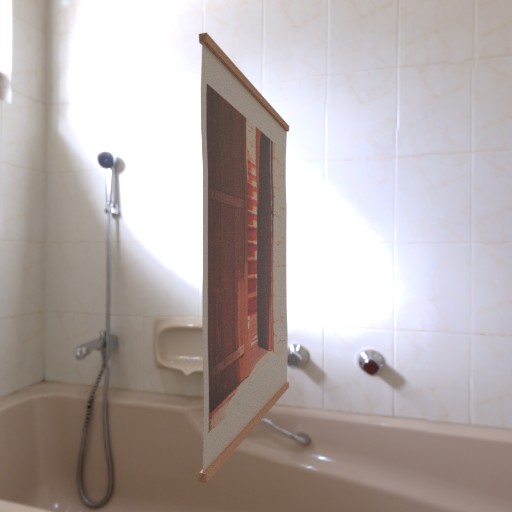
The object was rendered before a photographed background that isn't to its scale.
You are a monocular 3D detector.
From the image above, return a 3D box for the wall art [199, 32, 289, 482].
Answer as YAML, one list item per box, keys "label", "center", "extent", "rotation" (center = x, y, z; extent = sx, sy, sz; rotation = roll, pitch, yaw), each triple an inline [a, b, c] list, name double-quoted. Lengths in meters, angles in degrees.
- label: "wall art"
  center: [0.000, 0.000, 1.354]
  extent: [0.020, 1.013, 0.758]
  rotation: [0, 0, 18]
